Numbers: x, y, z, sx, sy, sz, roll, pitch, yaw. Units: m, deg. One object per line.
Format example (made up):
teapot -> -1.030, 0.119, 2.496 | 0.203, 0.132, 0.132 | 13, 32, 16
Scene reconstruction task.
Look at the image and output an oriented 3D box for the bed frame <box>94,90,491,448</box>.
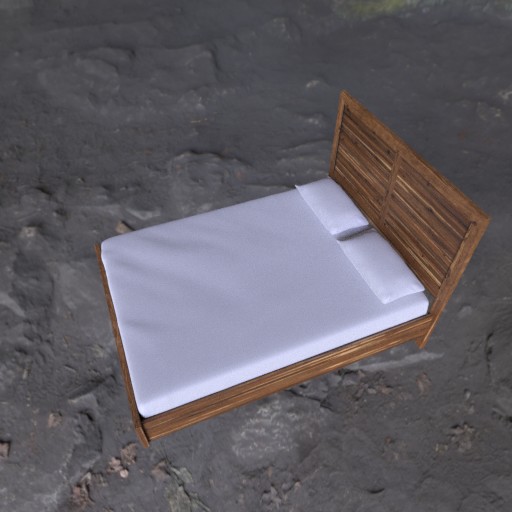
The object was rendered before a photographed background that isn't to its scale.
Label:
bed frame -> 0.000, 0.000, 3.340 | 2.276, 1.417, 1.696 | -16, 49, -15
